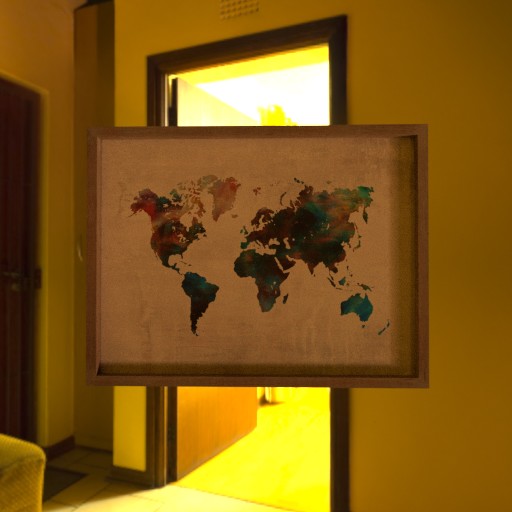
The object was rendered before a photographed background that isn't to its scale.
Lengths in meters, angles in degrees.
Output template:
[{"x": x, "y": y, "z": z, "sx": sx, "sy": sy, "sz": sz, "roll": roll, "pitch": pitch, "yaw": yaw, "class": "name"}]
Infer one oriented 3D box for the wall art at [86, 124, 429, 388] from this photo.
[{"x": 0.000, "y": 0.000, "z": 1.743, "sx": 1.320, "sy": 1.009, "sz": 0.070, "roll": 0, "pitch": -1, "yaw": 2, "class": "wall art"}]
